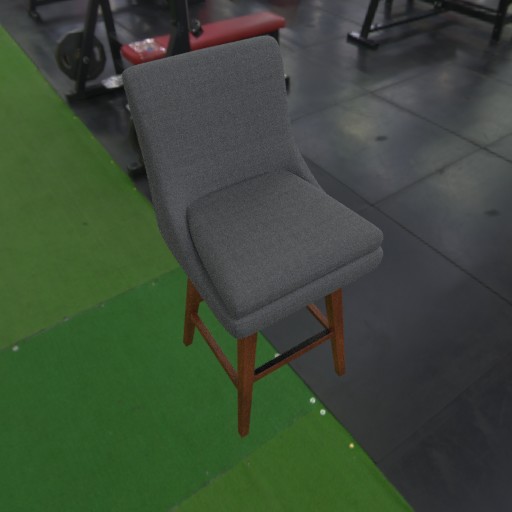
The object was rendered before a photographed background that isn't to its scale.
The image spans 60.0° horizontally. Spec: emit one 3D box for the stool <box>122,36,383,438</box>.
[{"bbox_3d":[0.000,0.000,1.247,0.447,0.977,0.524,-24,50,-22],"label":"stool"}]
